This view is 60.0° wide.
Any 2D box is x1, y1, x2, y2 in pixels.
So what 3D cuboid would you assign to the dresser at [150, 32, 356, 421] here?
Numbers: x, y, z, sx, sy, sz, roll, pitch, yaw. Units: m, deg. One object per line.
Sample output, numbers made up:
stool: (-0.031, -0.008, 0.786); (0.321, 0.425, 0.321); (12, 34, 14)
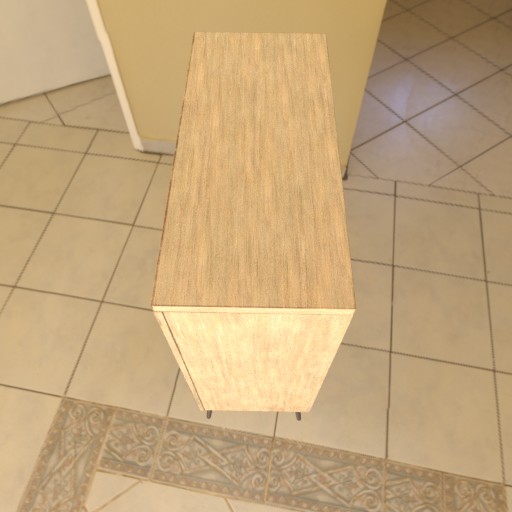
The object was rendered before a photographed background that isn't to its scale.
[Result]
dresser: (0.000, 0.000, 1.744); (0.457, 1.219, 1.016); (1, 58, 1)
